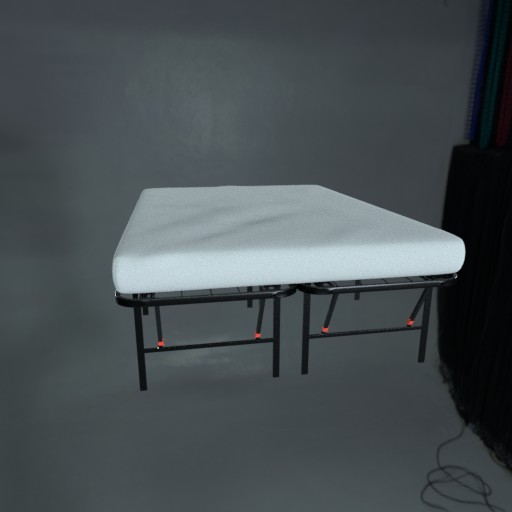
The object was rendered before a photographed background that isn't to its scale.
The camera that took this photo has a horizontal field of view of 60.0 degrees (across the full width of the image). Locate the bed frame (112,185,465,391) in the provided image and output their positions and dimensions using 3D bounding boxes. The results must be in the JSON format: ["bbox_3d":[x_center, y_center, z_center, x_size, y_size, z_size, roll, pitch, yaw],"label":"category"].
[{"bbox_3d":[0.000,0.000,2.585,1.372,0.637,1.905,-3,16,-10],"label":"bed frame"}]
